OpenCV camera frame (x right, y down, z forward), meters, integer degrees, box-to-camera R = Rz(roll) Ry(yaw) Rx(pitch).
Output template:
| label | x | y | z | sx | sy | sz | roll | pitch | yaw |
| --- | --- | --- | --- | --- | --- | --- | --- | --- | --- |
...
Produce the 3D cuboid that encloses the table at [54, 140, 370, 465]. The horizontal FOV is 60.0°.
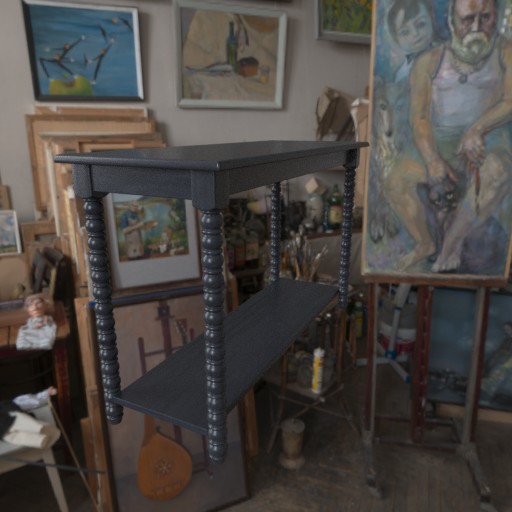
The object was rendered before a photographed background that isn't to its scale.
| label | x | y | z | sx | sy | sz | roll | pitch | yaw |
| --- | --- | --- | --- | --- | --- | --- | --- | --- | --- |
| table | 0.000 | 0.000 | 1.527 | 0.459 | 0.735 | 1.184 | 8 | 18 | 26 |
